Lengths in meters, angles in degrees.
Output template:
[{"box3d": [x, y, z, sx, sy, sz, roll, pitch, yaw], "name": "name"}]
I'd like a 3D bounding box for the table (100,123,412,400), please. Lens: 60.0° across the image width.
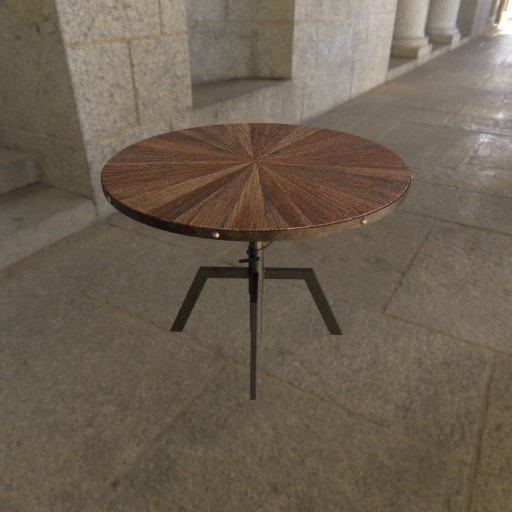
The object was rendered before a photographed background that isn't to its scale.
[{"box3d": [0.000, 0.000, 1.484, 0.885, 0.658, 0.885, 0, 31, 0], "name": "table"}]
